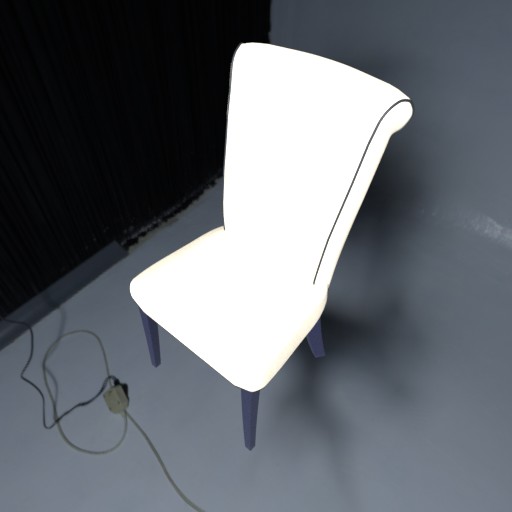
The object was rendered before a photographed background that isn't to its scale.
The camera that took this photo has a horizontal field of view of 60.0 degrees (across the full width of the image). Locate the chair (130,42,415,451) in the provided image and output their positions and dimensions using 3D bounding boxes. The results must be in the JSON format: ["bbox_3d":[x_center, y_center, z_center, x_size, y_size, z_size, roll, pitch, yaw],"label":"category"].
[{"bbox_3d":[0.000,0.000,1.336,0.522,0.997,0.623,32,54,27],"label":"chair"}]
